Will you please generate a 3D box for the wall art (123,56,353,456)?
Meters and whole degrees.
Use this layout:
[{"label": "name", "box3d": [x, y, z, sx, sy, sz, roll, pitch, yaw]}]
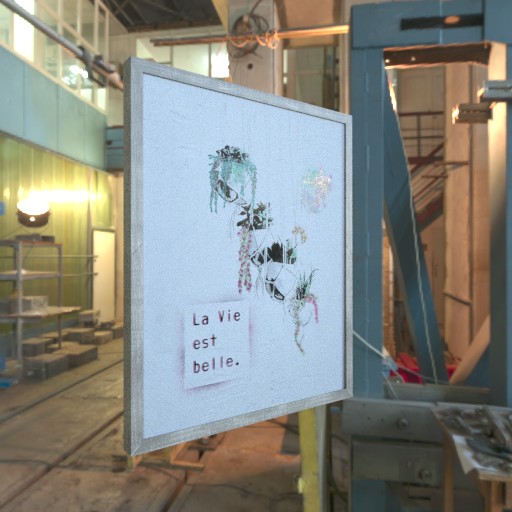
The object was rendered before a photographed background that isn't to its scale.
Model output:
[{"label": "wall art", "box3d": [0.000, 0.000, 0.711, 0.421, 0.521, 0.032, 0, 0, -36]}]
